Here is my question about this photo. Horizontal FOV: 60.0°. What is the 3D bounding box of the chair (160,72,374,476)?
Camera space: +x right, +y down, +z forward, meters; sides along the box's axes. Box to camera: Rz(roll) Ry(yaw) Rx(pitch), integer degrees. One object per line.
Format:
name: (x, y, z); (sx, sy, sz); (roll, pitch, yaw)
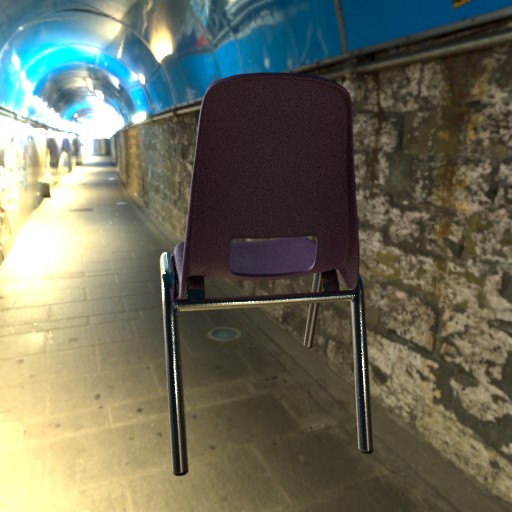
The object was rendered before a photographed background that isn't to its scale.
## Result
chair: (0.000, 0.000, 0.826); (0.356, 0.584, 0.419); (-2, 14, -9)
